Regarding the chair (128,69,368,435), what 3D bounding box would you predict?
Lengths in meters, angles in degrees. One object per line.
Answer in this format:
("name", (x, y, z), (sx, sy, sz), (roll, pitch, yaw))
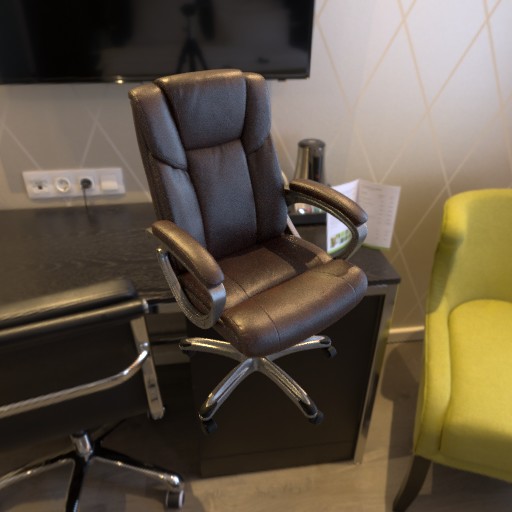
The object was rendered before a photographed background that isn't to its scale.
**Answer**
("chair", (0.000, 0.000, 1.540), (0.656, 1.128, 0.692), (-22, 38, -32))
